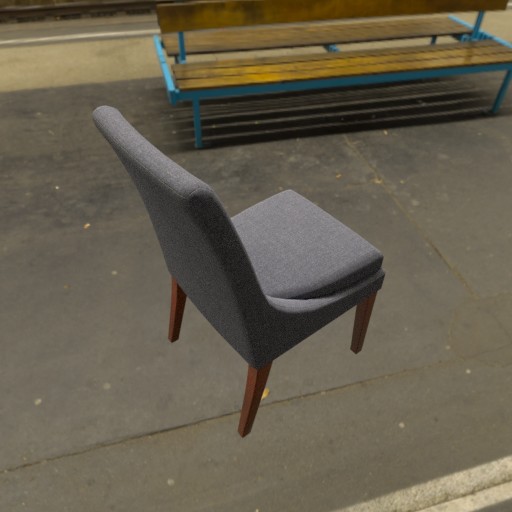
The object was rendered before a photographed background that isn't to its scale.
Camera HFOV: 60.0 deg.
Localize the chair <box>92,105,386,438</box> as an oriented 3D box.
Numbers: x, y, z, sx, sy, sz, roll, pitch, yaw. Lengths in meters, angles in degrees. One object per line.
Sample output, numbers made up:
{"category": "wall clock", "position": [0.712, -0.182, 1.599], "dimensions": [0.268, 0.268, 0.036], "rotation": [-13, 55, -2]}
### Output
{"category": "chair", "position": [0.000, 0.000, 1.341], "dimensions": [0.655, 0.952, 0.508], "rotation": [-27, 49, -26]}
